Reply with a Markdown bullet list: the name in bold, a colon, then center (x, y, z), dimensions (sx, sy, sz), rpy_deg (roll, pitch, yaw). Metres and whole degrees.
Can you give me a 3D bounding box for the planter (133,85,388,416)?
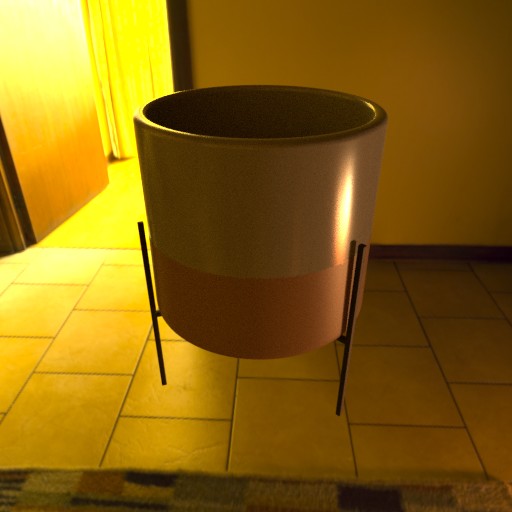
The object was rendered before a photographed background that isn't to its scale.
- **planter**: center (0.000, 0.000, 0.732), dimensions (0.360, 0.480, 0.348), rpy_deg (-9, 32, -15)
